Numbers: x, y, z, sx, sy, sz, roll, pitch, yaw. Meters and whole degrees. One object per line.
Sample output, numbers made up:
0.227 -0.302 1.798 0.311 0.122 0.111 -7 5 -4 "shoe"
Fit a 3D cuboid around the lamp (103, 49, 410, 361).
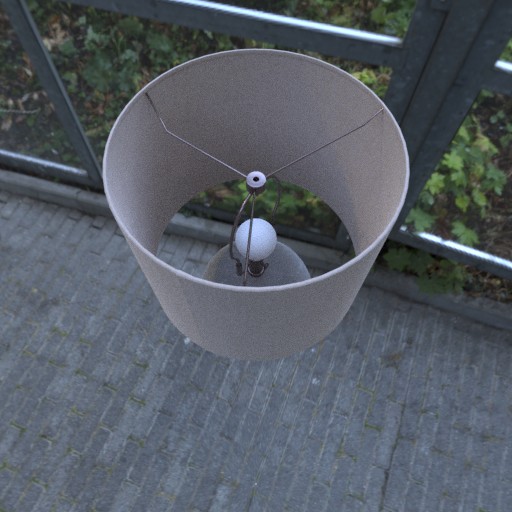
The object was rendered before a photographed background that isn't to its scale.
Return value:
0.000 0.000 0.573 0.269 0.409 0.269 32 67 15 "lamp"
